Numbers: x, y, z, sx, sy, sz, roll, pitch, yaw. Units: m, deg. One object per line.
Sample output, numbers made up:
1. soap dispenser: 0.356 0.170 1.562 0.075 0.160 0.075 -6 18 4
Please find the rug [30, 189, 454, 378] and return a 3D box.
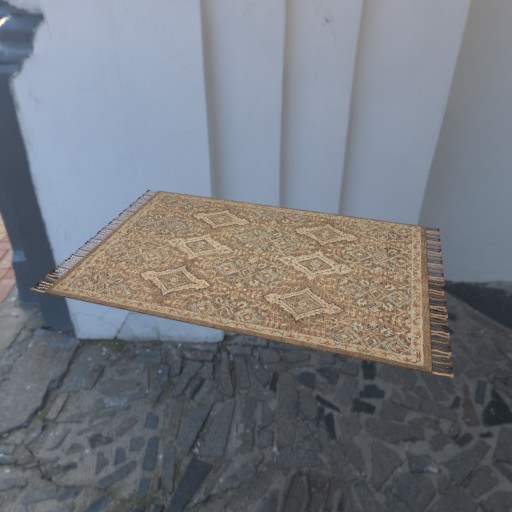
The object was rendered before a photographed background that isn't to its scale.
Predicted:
1. rug: 0.000 0.000 3.028 2.434 0.010 1.516 9 34 14
